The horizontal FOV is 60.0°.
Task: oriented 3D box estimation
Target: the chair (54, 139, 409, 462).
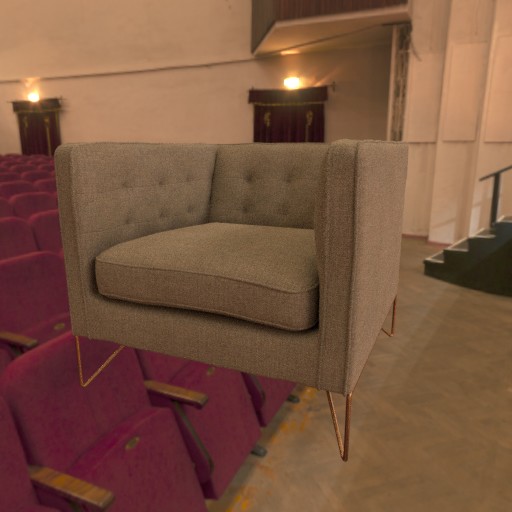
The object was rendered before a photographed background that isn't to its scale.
[{"bbox_3d":[0.000,0.000,1.581,0.920,0.799,0.912,6,15,24],"label":"chair"}]
